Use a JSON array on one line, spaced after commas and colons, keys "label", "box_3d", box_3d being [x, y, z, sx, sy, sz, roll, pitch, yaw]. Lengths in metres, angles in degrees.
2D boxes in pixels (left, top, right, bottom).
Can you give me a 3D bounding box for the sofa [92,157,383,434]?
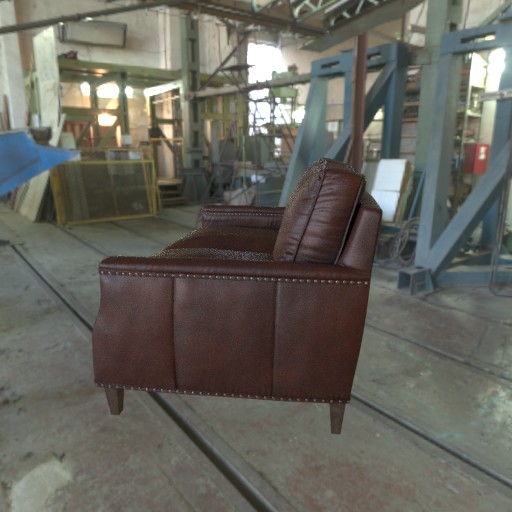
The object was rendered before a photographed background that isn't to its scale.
[{"label": "sofa", "box_3d": [0.000, 0.000, 2.333, 1.083, 1.003, 1.628, 2, 14, 8]}]
